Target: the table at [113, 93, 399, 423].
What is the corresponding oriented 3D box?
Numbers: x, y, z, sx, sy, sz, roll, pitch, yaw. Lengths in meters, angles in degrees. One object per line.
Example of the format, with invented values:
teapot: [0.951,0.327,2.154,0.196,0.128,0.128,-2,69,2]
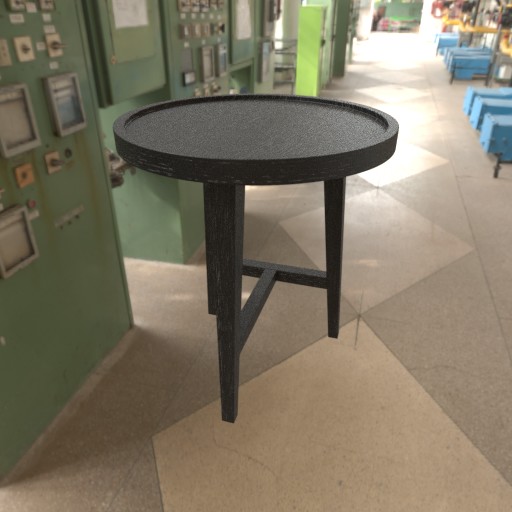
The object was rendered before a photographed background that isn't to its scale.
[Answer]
table: [0.000,0.000,0.754,0.399,0.460,0.399,0,30,0]
